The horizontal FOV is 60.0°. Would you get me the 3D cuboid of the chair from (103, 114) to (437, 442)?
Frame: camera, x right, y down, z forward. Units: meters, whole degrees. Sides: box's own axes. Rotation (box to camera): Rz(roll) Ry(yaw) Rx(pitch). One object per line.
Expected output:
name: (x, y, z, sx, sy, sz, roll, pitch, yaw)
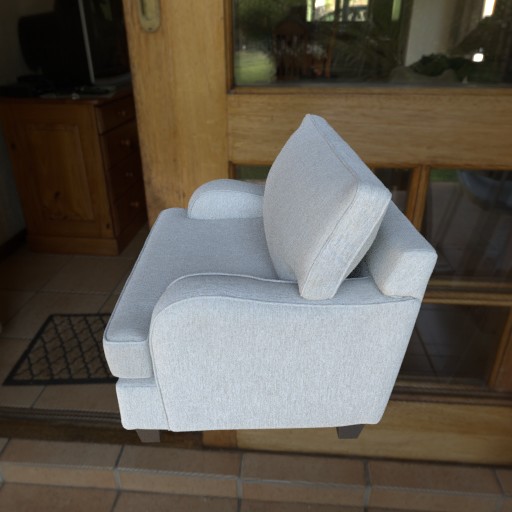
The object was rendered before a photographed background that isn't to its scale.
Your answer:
chair: (0.000, 0.000, 1.933, 1.041, 1.016, 1.220, -1, 27, -1)
